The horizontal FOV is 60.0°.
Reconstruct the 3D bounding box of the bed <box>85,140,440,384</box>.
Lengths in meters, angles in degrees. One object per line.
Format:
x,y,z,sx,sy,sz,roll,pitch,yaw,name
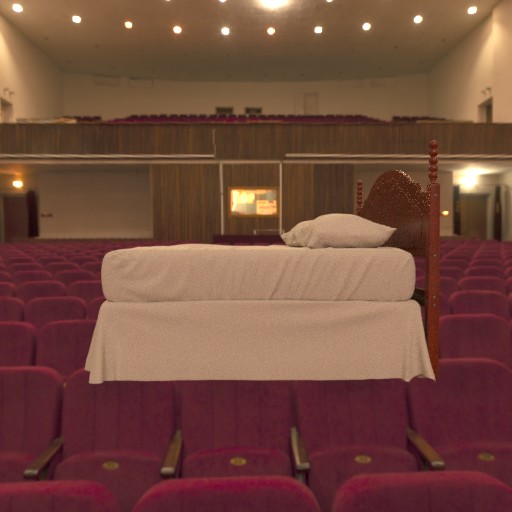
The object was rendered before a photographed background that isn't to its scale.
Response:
0.000,0.000,3.293,2.040,1.356,1.873,0,2,-2,bed
